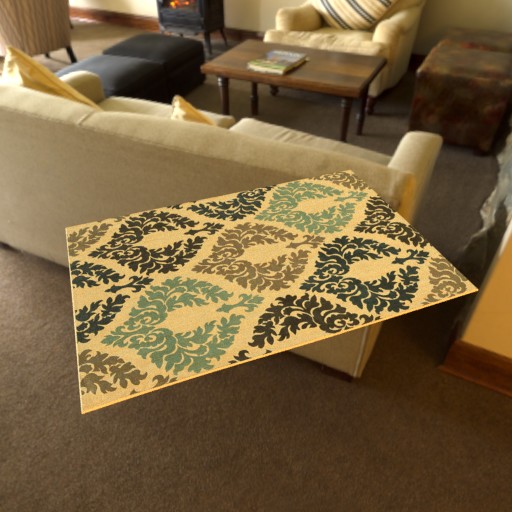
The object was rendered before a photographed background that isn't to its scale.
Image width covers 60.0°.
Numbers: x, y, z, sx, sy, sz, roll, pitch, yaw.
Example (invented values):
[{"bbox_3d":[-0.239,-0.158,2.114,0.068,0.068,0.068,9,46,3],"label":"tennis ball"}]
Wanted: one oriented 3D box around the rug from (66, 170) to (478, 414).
[{"bbox_3d":[0.000,0.000,2.867,2.275,0.014,1.514,-14,43,-16],"label":"rug"}]
